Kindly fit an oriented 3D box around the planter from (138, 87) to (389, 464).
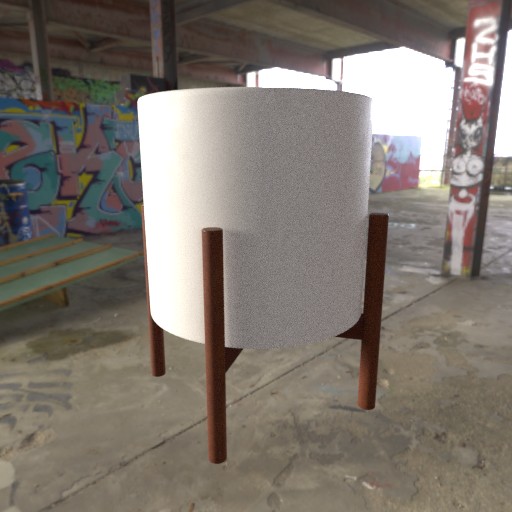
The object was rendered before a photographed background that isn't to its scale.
[{"bbox_3d":[0.000,0.000,0.880,0.420,0.581,0.421,-7,15,-25],"label":"planter"}]
